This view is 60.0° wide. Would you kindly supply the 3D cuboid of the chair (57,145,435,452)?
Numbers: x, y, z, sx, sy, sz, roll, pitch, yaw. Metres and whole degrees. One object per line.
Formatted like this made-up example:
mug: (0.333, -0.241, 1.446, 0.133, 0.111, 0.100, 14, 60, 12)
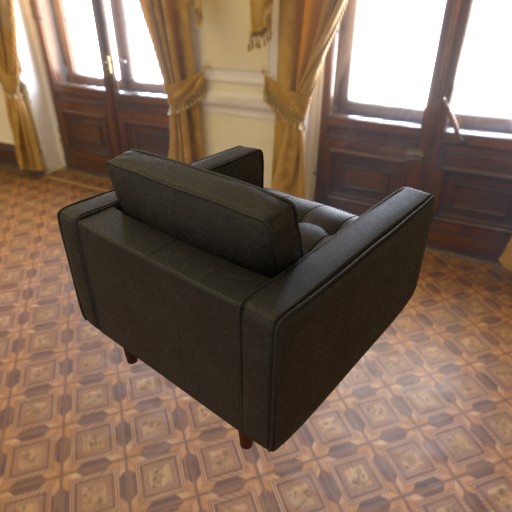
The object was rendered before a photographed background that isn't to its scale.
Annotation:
chair: (0.000, 0.000, 1.537, 0.889, 0.763, 0.914, 23, 38, 33)
